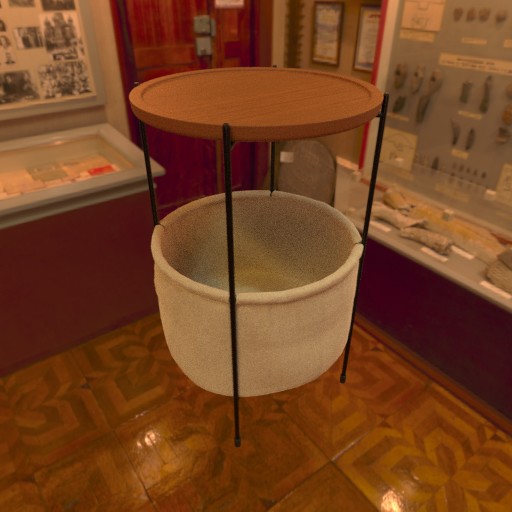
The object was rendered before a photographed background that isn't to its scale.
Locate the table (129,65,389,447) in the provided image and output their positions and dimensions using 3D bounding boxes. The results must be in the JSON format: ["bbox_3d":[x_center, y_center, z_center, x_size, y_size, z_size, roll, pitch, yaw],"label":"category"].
[{"bbox_3d":[0.000,0.000,0.858,0.393,0.623,0.393,-20,38,-28],"label":"table"}]
